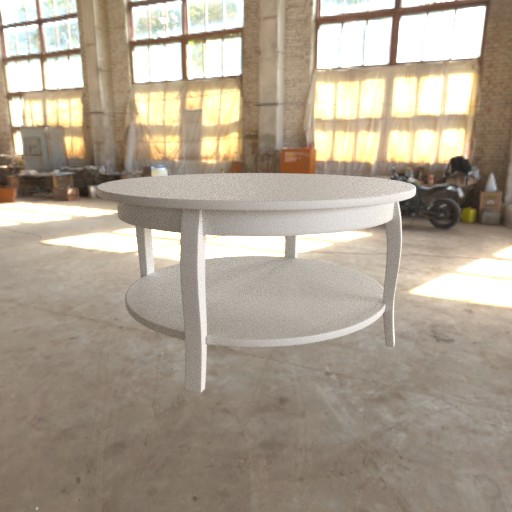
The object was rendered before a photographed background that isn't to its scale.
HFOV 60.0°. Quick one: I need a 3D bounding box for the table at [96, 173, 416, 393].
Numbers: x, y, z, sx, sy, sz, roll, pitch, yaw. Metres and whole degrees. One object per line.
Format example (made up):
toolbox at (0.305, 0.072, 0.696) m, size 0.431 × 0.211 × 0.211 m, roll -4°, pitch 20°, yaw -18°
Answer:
table at (0.000, 0.000, 1.391) m, size 0.910 × 0.457 × 0.910 m, roll 0°, pitch 14°, yaw 0°
